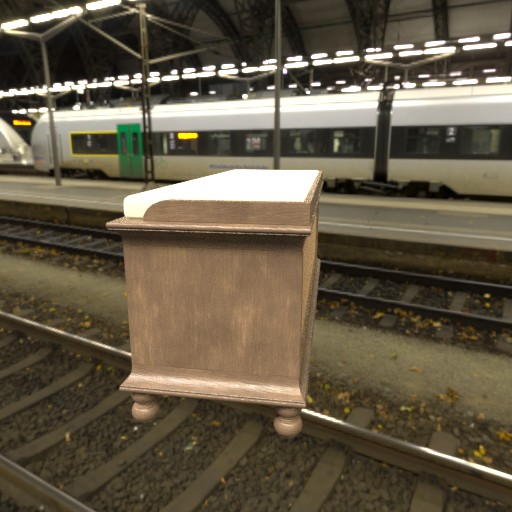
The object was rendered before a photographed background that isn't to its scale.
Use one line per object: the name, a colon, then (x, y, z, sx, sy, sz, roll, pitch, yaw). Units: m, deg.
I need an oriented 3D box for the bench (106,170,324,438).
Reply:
bench: (0.000, 0.000, 1.454, 0.402, 0.501, 1.185, 2, 14, 9)
